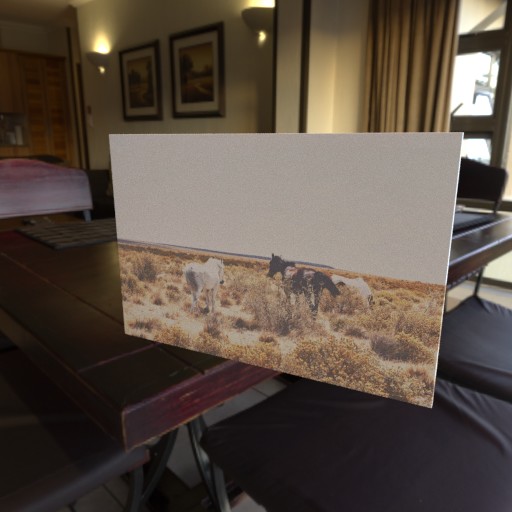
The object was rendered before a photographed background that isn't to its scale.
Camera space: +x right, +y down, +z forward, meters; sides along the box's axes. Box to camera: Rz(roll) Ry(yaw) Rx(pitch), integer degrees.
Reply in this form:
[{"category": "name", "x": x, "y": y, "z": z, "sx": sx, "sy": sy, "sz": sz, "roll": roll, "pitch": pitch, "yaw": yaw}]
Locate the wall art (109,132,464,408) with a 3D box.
[{"category": "wall art", "x": 0.000, "y": 0.000, "z": 1.911, "sx": 1.520, "sy": 1.016, "sz": 0.051, "roll": 7, "pitch": 16, "yaw": 25}]
